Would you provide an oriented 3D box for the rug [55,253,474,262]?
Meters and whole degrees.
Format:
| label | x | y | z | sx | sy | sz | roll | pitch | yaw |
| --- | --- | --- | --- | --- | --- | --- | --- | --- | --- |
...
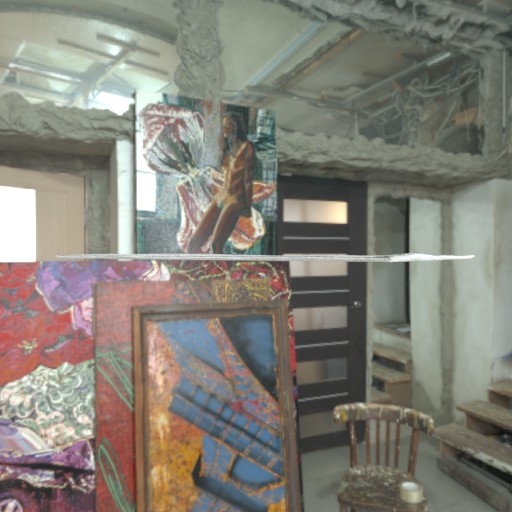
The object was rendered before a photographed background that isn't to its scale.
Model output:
| label | x | y | z | sx | sy | sz | roll | pitch | yaw |
| --- | --- | --- | --- | --- | --- | --- | --- | --- | --- |
| rug | 0.000 | 0.000 | 3.036 | 2.447 | 0.036 | 1.537 | 0 | 0 | 37 |
